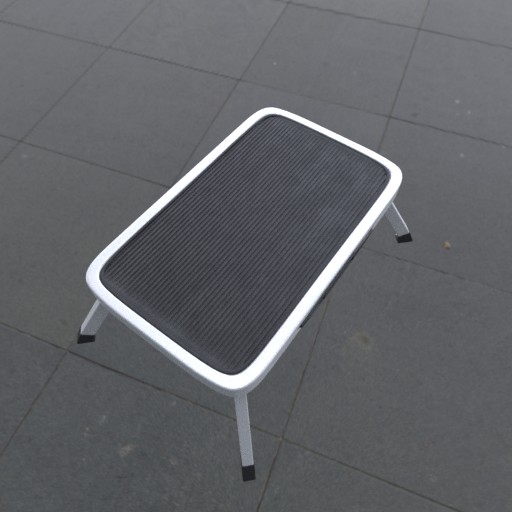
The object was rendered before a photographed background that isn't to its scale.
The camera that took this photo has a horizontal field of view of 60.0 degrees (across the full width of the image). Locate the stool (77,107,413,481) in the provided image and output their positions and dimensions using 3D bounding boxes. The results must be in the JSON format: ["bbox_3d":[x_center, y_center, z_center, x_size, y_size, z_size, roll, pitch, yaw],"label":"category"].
[{"bbox_3d":[0.000,0.000,0.618,0.320,0.170,0.460,32,63,19],"label":"stool"}]
